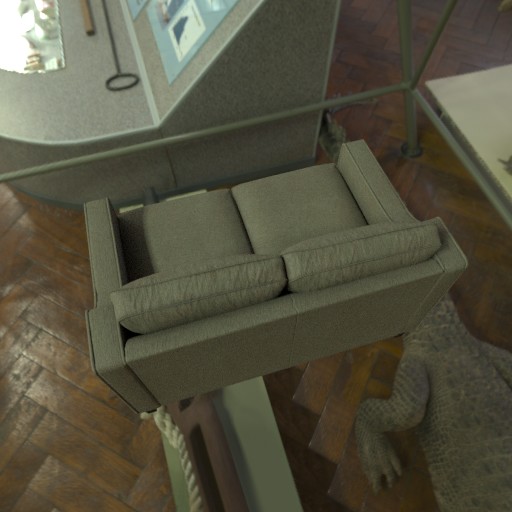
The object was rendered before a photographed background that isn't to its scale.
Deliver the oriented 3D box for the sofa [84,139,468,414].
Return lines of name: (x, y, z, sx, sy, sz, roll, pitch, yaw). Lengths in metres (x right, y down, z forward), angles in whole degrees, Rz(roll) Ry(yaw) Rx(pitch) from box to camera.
sofa: (0.000, 0.000, 2.193, 1.503, 0.981, 0.985, -15, 59, -9)
